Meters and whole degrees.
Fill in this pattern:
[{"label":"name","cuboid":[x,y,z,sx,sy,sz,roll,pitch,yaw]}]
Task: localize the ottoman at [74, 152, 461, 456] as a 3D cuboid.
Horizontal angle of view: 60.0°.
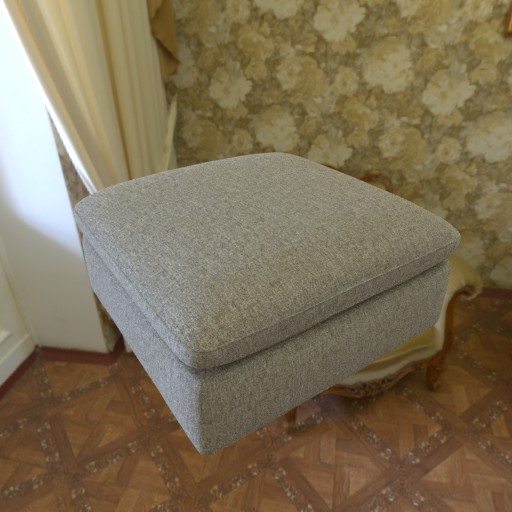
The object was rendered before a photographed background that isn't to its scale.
[{"label":"ottoman","cuboid":[0.000,0.000,1.650,1.039,0.526,1.035,-20,36,-29]}]
